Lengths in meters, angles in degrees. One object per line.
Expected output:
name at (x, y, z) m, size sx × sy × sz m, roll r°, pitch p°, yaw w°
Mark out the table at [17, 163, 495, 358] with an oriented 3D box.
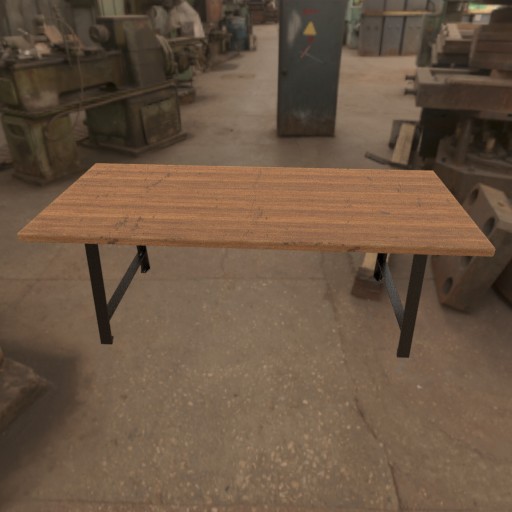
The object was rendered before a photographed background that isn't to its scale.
table at (0.000, 0.000, 2.650) m, size 2.200 × 0.757 × 1.000 m, roll 2°, pitch 31°, yaw 3°
